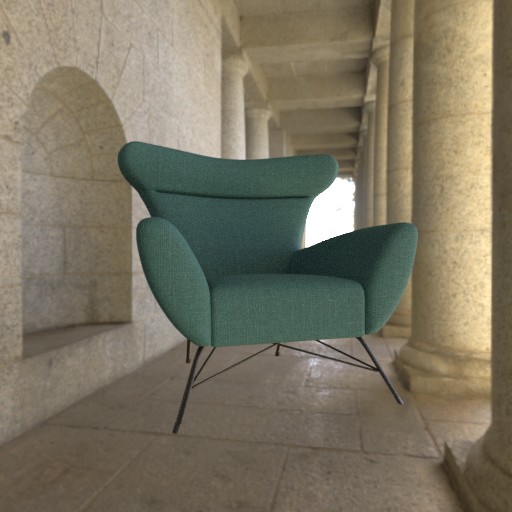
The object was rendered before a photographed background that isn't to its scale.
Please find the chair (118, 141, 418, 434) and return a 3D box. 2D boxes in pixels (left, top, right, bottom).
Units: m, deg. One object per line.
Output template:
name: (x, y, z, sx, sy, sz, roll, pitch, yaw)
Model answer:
chair: (0.000, 0.000, 1.784, 1.050, 0.980, 0.900, 0, 1, -18)
